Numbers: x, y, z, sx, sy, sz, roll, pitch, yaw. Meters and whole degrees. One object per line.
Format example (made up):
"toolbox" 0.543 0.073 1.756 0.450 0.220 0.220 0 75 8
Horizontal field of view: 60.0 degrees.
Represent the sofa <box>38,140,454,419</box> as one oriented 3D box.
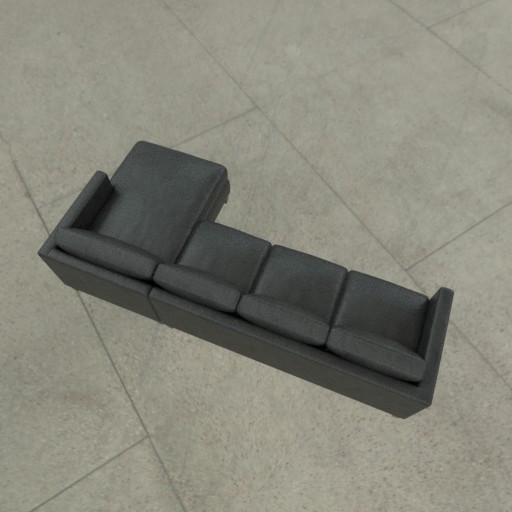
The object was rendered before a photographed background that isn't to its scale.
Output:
"sofa" 0.000 0.000 3.903 3.203 0.883 1.581 19 63 10
